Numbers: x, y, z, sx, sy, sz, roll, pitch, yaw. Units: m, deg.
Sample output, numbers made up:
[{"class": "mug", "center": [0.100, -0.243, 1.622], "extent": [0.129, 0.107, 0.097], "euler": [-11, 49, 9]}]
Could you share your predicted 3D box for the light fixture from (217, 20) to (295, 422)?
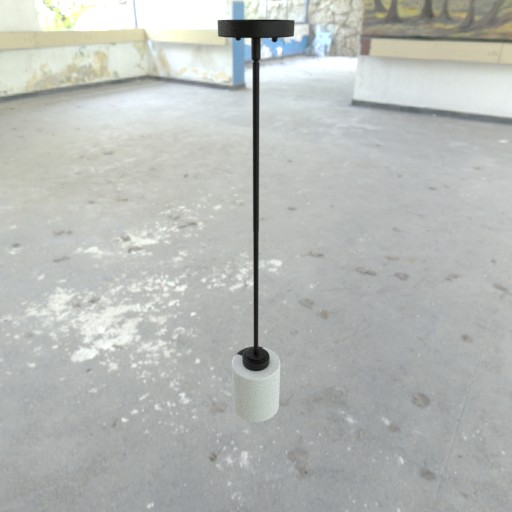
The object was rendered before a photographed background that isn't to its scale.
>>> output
[{"class": "light fixture", "center": [0.000, 0.000, 0.919], "extent": [0.123, 0.863, 0.123], "euler": [18, 34, 29]}]
